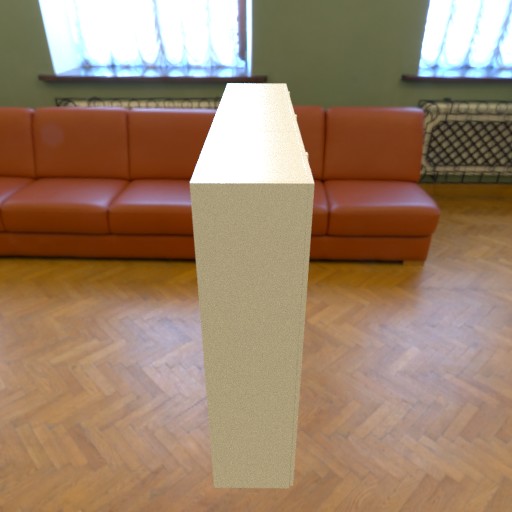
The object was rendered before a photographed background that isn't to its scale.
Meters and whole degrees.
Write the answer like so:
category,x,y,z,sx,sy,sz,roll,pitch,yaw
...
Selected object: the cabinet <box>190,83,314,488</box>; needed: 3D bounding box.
category,x,y,z,sx,sy,sz,roll,pitch,yaw
cabinet,0.000,0.000,3.820,0.590,2.370,2.700,0,30,0
